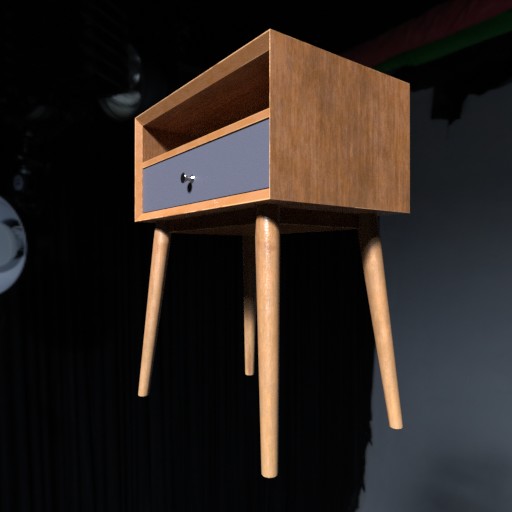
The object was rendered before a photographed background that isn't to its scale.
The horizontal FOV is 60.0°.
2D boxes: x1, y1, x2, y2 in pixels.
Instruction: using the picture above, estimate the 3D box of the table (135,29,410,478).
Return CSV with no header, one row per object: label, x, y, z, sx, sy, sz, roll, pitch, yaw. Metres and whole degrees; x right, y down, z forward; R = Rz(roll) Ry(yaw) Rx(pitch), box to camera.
table,0.000,0.000,0.836,0.307,0.580,0.454,0,0,-37
